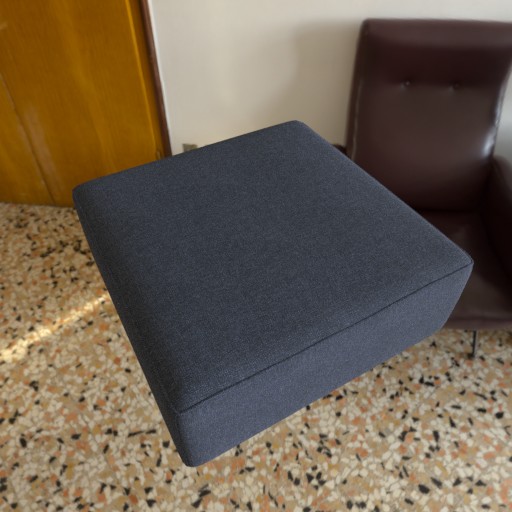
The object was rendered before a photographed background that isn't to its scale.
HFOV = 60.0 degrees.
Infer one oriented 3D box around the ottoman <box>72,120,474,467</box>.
[{"bbox_3d":[0.000,0.000,1.570,1.000,0.439,1.000,-22,50,-20],"label":"ottoman"}]
